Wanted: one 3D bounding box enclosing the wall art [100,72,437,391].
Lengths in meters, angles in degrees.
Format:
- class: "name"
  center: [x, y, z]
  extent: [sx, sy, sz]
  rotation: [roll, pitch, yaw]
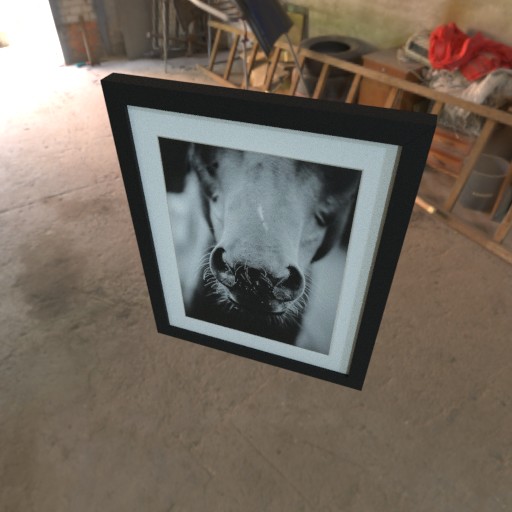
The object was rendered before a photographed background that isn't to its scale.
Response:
- class: "wall art"
  center: [0.000, 0.000, 0.554]
  extent: [0.329, 0.404, 0.024]
  rotation: [13, 43, 14]
